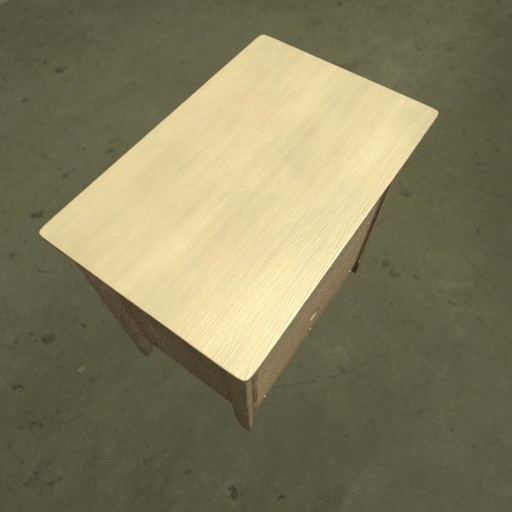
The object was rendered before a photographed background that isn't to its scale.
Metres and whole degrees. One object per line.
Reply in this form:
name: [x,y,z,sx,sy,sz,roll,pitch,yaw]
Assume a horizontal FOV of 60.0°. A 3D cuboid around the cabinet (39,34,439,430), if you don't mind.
cabinet: [0.000,0.000,1.267,0.503,0.762,0.763,32,65,17]
